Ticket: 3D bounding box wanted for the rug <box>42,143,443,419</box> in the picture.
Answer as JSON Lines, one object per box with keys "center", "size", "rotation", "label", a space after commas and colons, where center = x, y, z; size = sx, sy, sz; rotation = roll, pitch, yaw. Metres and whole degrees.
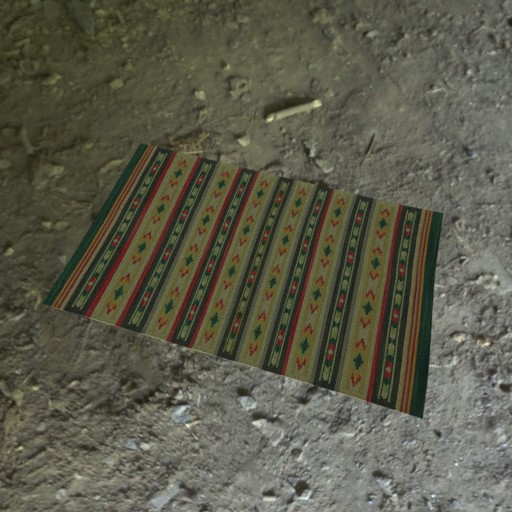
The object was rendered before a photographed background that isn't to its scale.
{"center": [0.000, 0.000, 3.072], "size": [2.447, 0.011, 1.520], "rotation": [15, 60, 9], "label": "rug"}
